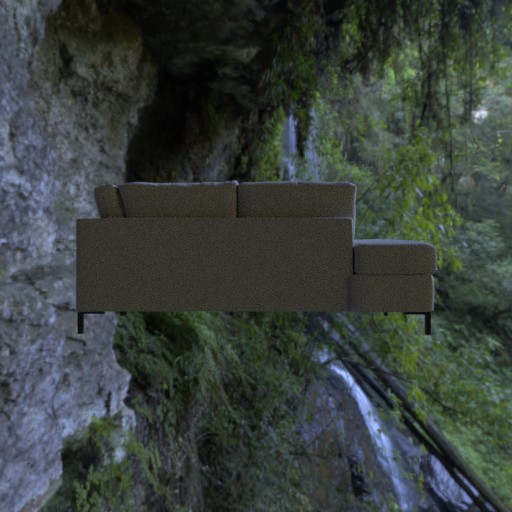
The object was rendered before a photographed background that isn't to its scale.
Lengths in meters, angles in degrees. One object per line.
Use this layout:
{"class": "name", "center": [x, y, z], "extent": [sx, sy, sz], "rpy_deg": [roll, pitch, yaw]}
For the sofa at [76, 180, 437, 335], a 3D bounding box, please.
{"class": "sofa", "center": [0.000, 0.000, 3.851], "extent": [1.989, 0.862, 2.984], "rpy_deg": [0, 0, 0]}
